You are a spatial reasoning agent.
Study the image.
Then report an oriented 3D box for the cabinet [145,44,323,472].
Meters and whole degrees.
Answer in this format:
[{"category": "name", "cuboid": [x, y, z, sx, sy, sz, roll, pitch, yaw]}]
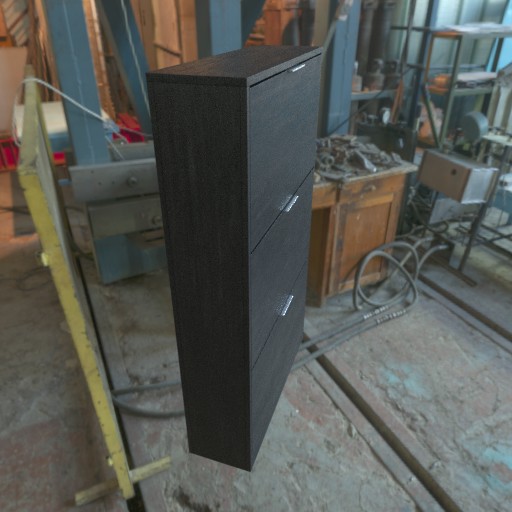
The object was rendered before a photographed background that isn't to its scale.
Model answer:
[{"category": "cabinet", "cuboid": [0.000, 0.000, 1.554, 0.250, 1.280, 0.750, 10, 31, 17]}]
